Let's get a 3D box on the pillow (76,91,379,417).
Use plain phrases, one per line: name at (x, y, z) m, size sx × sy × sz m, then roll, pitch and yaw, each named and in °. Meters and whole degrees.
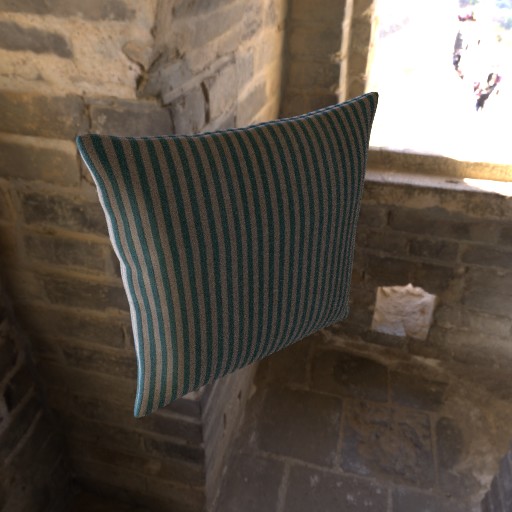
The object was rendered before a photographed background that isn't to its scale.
pillow at (0.000, 0.000, 0.787) m, size 0.523 × 0.510 × 0.166 m, roll -19°, pitch 36°, yaw -29°
